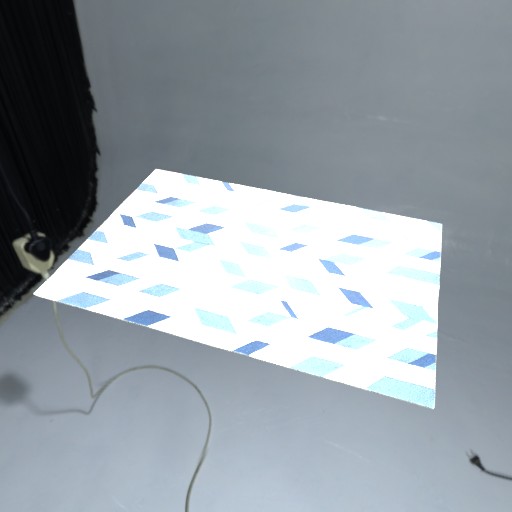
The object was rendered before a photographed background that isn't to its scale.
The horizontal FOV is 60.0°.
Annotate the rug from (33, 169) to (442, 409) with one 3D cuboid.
[{"bbox_3d":[0.000,0.000,2.290,1.813,0.006,1.202,13,43,14],"label":"rug"}]
